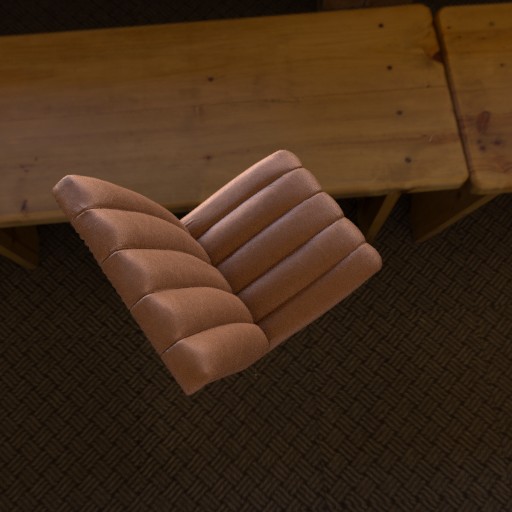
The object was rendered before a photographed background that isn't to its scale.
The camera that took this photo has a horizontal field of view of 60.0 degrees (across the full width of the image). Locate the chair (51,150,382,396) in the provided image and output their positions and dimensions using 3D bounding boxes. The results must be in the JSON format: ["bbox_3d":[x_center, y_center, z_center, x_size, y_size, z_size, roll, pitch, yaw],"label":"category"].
[{"bbox_3d":[0.000,0.000,1.323,0.647,1.016,0.511,-36,78,-9],"label":"chair"}]
